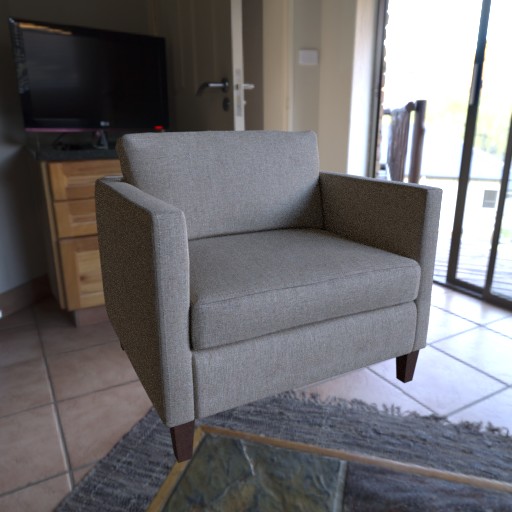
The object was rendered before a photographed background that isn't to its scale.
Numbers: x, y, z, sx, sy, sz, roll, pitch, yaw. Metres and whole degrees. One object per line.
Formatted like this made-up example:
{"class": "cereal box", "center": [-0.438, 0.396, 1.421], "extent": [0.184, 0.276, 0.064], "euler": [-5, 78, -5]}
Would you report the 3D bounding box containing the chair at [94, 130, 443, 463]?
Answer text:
{"class": "chair", "center": [0.000, 0.000, 1.815], "extent": [1.107, 0.987, 0.959], "euler": [-8, 18, -27]}
